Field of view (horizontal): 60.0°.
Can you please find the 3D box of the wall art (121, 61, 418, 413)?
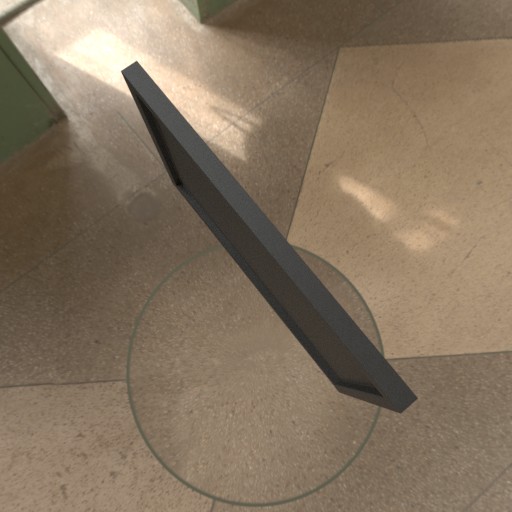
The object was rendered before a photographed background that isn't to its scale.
[{"bbox_3d":[0.000,0.000,0.582,0.021,0.301,0.443,-37,79,-8],"label":"wall art"}]
